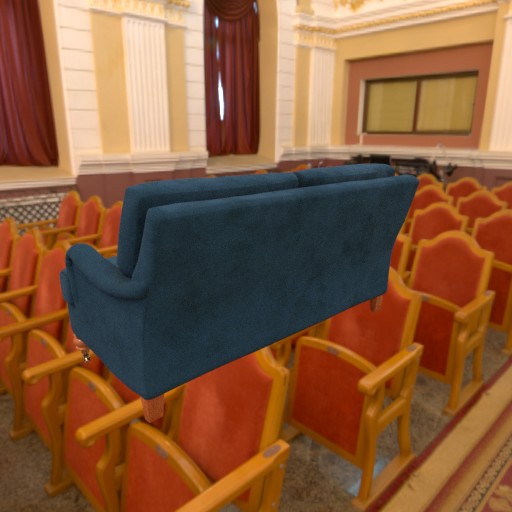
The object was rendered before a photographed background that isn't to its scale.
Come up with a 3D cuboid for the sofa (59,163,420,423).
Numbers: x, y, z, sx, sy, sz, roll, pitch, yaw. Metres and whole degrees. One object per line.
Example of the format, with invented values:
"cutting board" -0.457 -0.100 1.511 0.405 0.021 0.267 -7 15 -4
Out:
"sofa" 0.000 0.000 2.807 2.141 1.101 1.084 -14 21 -42
